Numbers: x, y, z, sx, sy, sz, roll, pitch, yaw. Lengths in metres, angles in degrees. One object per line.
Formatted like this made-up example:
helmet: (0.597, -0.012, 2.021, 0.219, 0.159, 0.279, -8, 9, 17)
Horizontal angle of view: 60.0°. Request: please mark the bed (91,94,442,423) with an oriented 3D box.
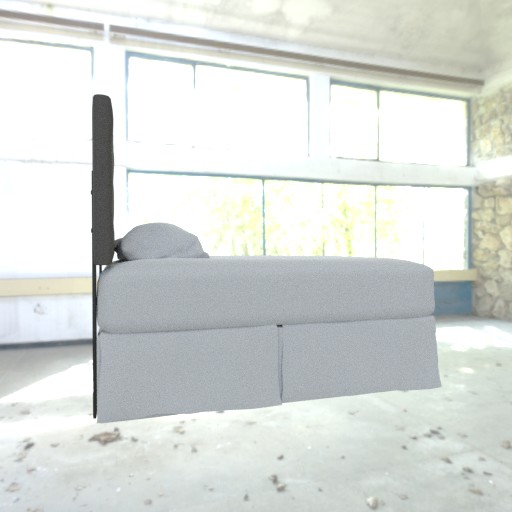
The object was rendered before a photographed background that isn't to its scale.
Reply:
bed: (0.000, 0.000, 2.930, 1.997, 1.571, 1.261, 0, 1, -18)
